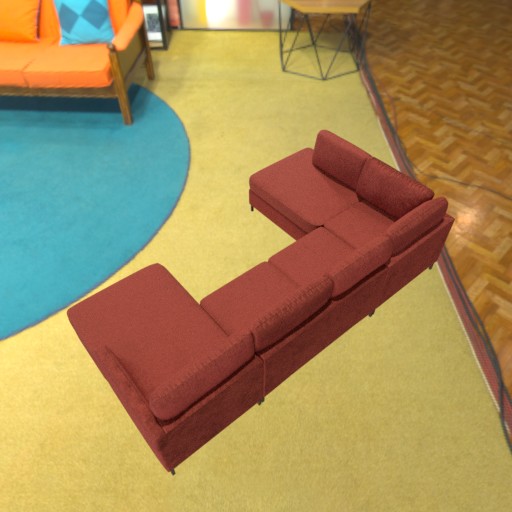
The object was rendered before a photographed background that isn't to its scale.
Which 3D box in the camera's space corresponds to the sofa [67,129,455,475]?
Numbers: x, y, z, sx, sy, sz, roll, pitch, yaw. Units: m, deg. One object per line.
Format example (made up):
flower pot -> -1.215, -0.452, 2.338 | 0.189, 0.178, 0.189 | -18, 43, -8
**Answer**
sofa -> 0.000, 0.000, 4.303 | 3.434, 0.992, 2.055 | -31, 54, -26
